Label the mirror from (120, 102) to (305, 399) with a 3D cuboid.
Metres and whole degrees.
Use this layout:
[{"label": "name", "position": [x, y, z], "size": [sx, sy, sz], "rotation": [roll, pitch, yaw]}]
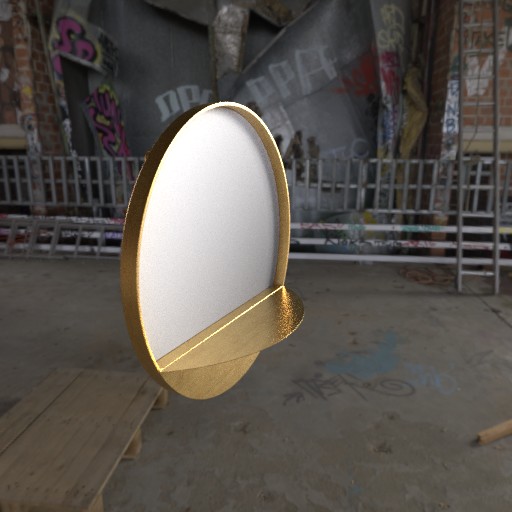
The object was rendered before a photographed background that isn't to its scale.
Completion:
[{"label": "mirror", "position": [0.000, 0.000, 0.692], "size": [0.133, 0.457, 0.457], "rotation": [7, 16, 26]}]
